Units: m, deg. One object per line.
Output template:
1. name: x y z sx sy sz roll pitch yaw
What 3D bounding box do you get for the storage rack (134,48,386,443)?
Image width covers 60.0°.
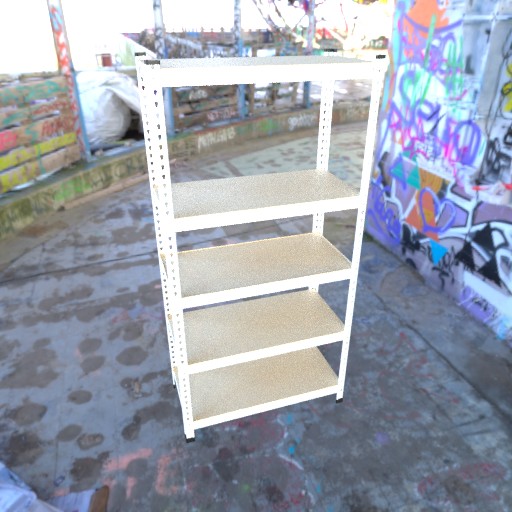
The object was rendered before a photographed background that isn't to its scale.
1. storage rack: 0.000 0.000 2.198 0.914 1.829 0.457 -9 29 -16
